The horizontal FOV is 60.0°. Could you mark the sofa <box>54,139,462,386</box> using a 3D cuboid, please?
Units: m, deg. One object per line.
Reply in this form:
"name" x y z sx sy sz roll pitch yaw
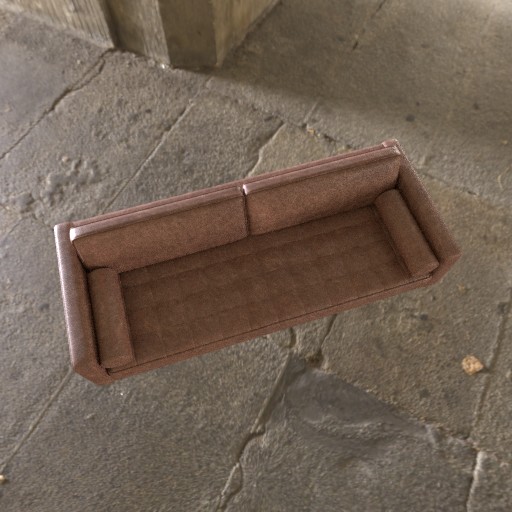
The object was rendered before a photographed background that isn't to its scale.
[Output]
"sofa" 0.000 0.000 2.708 2.210 0.762 0.914 -16 64 -8
